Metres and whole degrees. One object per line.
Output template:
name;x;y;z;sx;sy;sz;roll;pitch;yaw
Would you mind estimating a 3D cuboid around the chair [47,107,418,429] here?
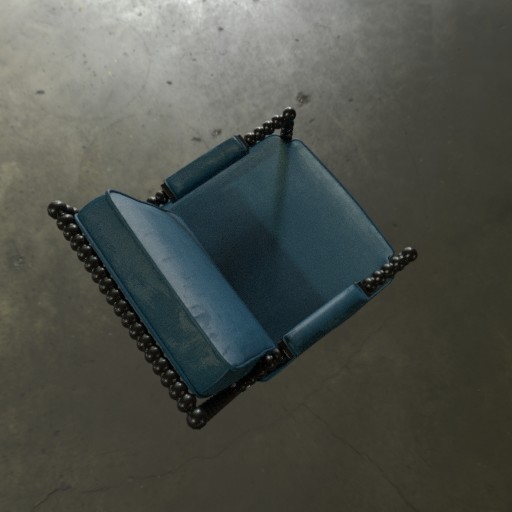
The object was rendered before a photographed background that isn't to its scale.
chair;0.000;0.000;1.455;0.805;0.857;0.688;-36;78;-9
